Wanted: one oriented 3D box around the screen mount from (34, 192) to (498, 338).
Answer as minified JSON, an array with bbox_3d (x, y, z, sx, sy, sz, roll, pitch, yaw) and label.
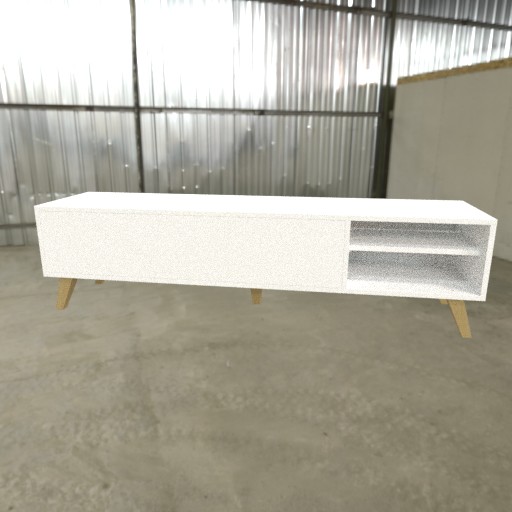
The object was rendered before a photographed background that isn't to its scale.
[{"bbox_3d":[0.000,0.000,1.805,1.644,0.432,0.399,3,16,9],"label":"screen mount"}]
